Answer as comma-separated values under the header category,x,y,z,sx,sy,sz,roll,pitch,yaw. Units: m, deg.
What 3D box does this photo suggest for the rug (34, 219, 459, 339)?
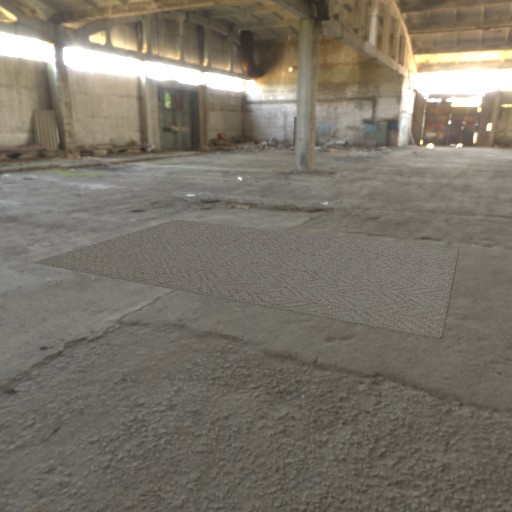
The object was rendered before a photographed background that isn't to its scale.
category,x,y,z,sx,sy,sz,roll,pitch,yaw
rug,0.000,0.000,2.975,2.438,0.008,1.523,8,18,25
